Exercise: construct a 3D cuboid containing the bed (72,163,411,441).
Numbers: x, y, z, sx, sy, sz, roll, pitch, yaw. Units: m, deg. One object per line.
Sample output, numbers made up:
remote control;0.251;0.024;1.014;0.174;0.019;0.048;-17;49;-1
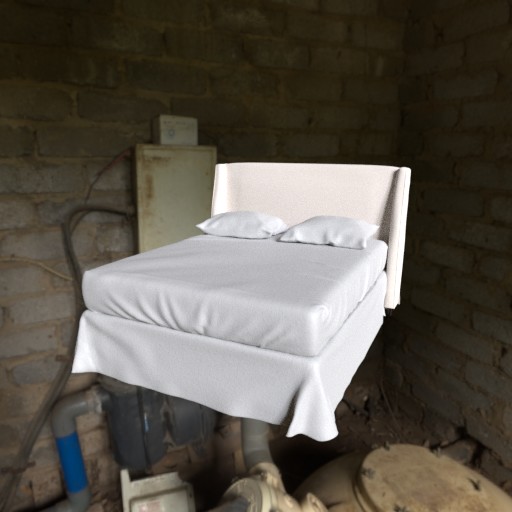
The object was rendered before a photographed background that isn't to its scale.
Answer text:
bed;0.000;0.000;3.446;1.925;1.332;2.276;7;16;25
